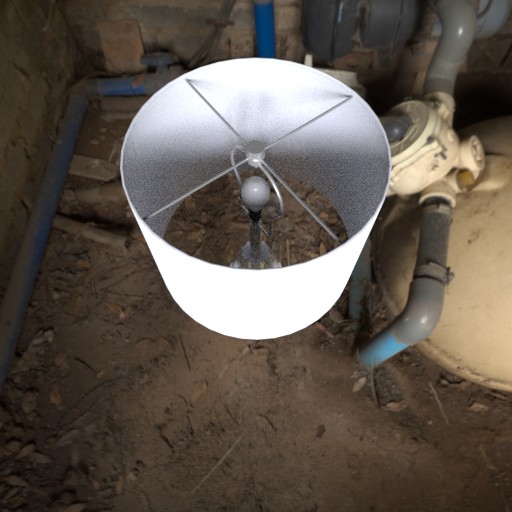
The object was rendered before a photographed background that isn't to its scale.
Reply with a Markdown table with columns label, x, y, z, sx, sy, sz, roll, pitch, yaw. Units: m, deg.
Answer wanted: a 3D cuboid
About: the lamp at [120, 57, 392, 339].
| label | x | y | z | sx | sy | sz | roll | pitch | yaw |
| --- | --- | --- | --- | --- | --- | --- | --- | --- | --- |
| lamp | 0.000 | 0.000 | 0.717 | 0.297 | 0.522 | 0.297 | 0 | 63 | 0 |
